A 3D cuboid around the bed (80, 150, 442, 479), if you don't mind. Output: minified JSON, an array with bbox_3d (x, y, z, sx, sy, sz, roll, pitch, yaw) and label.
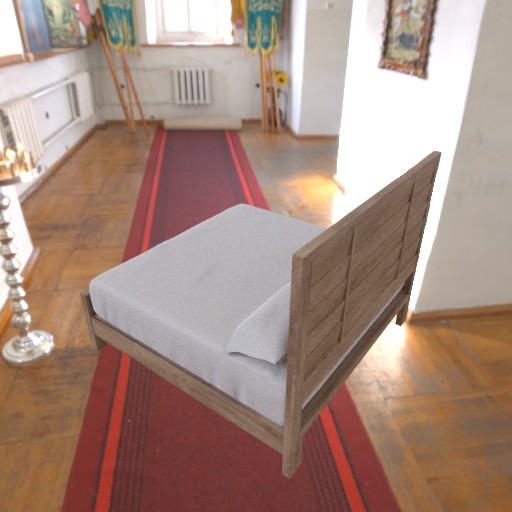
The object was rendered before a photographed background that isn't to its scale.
[{"bbox_3d":[0.000,0.000,3.645,2.062,1.626,2.032,21,36,31],"label":"bed"}]
